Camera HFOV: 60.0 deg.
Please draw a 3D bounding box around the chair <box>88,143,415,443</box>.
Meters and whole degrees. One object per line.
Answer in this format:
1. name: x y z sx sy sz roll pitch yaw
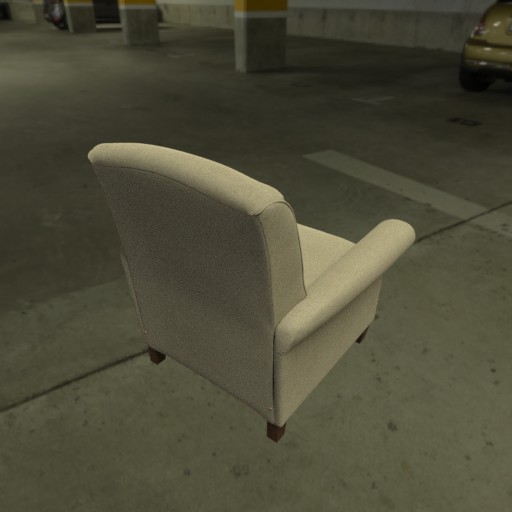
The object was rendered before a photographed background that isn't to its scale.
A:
1. chair: 0.000 0.000 1.804 0.978 1.061 0.905 21 37 32
